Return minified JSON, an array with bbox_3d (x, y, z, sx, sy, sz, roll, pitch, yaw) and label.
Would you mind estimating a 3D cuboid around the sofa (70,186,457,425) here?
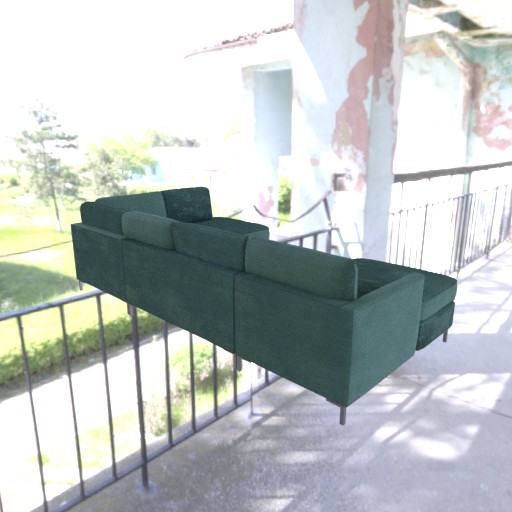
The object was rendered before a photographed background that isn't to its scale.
[{"bbox_3d":[0.000,0.000,4.249,3.434,0.992,2.055,14,21,42],"label":"sofa"}]
